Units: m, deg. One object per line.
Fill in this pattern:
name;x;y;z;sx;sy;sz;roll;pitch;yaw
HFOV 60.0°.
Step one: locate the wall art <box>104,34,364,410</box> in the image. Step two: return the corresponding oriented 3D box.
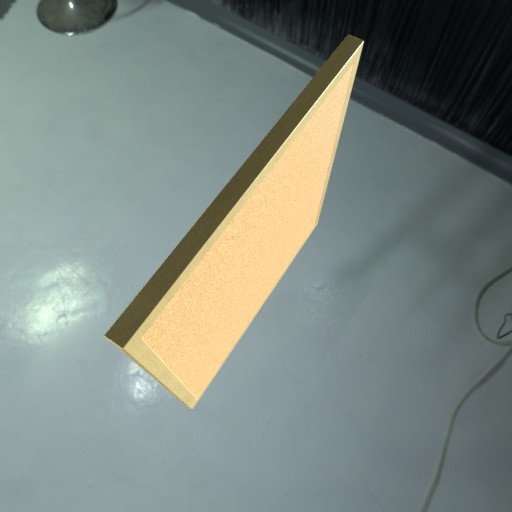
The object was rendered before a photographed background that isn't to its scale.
wall art;0.000;0.000;1.125;0.037;0.763;0.763;30;68;13
